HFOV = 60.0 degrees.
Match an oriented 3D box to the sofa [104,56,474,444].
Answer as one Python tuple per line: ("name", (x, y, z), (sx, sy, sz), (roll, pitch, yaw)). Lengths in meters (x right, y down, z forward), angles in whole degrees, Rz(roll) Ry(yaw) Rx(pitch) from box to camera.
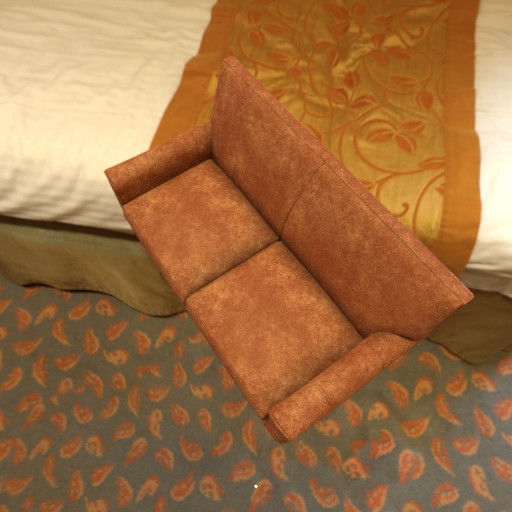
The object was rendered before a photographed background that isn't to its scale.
("sofa", (0.000, 0.000, 2.051), (0.787, 0.871, 1.473), (-32, 67, -15))
